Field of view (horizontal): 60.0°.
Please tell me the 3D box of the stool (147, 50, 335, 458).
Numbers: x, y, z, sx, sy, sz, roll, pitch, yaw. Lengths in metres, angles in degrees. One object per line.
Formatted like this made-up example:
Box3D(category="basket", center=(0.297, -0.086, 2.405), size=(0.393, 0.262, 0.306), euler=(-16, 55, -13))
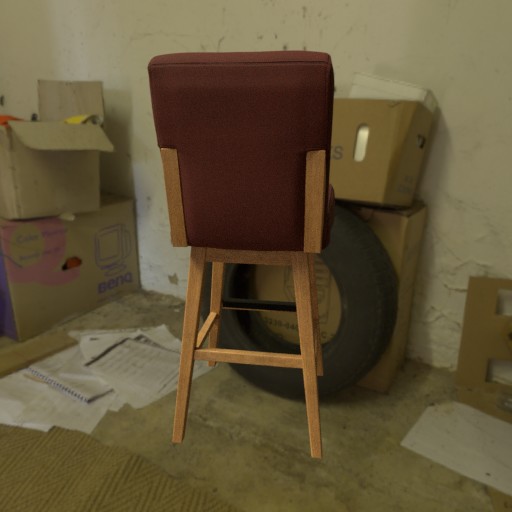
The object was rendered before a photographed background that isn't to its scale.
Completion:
Box3D(category="stool", center=(0.000, 0.000, 1.363), size=(0.468, 1.093, 0.562), euler=(3, 18, 8))
